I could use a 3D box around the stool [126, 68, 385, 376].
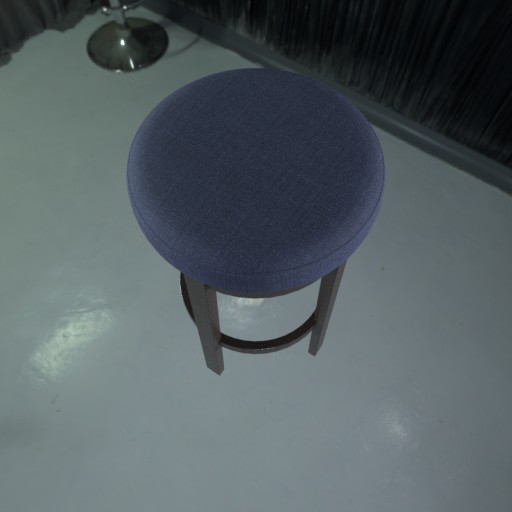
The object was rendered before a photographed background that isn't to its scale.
[{"bbox_3d":[0.000,0.000,1.035,0.446,0.758,0.446,0,63,0],"label":"stool"}]
